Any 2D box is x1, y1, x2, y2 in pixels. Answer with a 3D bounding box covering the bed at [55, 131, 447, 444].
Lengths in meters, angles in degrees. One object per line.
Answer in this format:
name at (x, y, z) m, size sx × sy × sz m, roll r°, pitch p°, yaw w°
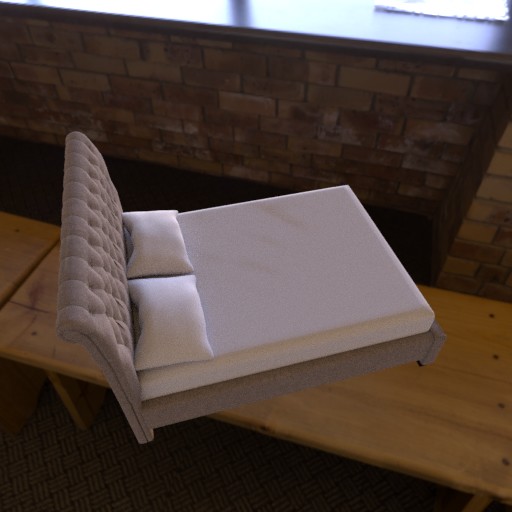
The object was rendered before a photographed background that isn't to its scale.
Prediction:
bed at (0.000, 0.000, 3.135) m, size 2.252 × 1.371 × 1.645 m, roll -11°, pitch 47°, yaw -10°
